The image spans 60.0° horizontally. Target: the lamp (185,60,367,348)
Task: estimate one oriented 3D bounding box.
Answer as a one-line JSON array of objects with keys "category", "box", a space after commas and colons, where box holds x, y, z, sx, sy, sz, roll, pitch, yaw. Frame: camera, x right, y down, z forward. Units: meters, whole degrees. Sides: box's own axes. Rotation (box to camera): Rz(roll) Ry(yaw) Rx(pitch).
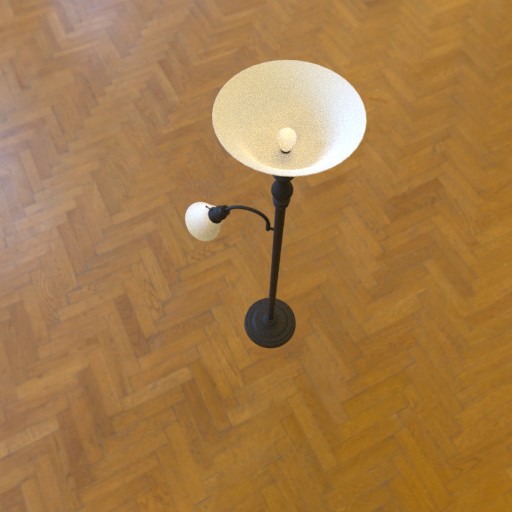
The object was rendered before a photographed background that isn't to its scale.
[{"category": "lamp", "box": [0.000, 0.000, 1.982, 0.588, 1.793, 0.405, 15, 65, 7]}]
